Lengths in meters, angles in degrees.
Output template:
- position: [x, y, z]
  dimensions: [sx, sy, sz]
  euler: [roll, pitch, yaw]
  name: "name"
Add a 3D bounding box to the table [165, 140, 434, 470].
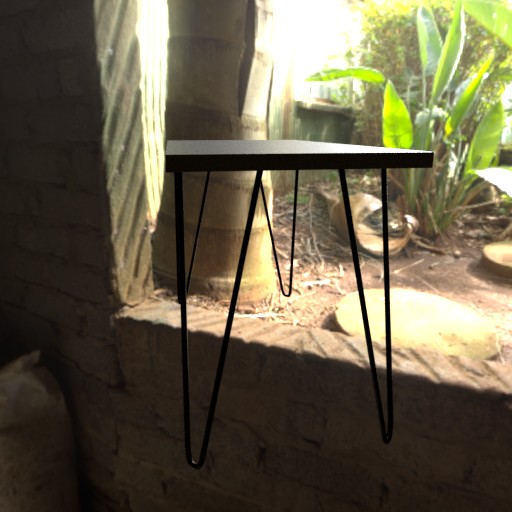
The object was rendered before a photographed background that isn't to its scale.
- position: [0.000, 0.000, 1.351]
  dimensions: [0.499, 0.660, 0.991]
  euler: [-3, 16, -10]
  name: "table"
